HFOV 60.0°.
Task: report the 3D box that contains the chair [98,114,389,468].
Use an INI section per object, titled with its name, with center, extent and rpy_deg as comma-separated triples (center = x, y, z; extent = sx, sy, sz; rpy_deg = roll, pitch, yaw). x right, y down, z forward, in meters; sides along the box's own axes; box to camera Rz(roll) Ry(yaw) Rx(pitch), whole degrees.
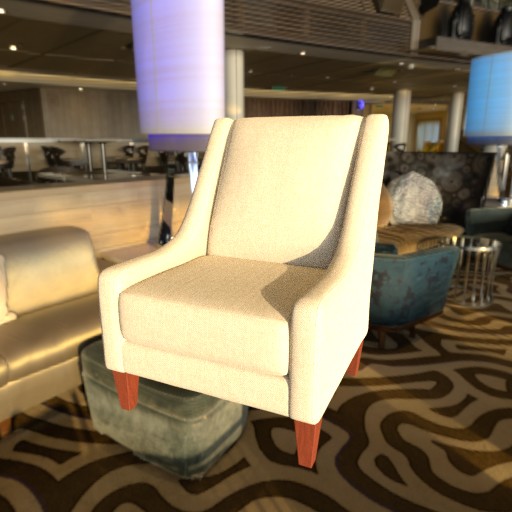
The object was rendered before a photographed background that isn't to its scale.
[chair]
center = 0.000, 0.000, 1.624
extent = 0.774, 1.014, 0.870
rpy_deg = 7, 16, 24
